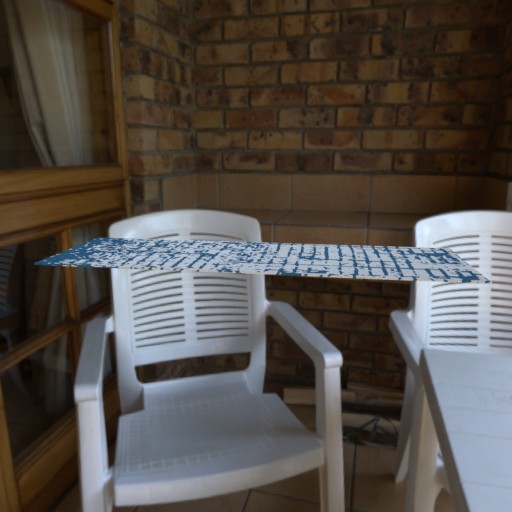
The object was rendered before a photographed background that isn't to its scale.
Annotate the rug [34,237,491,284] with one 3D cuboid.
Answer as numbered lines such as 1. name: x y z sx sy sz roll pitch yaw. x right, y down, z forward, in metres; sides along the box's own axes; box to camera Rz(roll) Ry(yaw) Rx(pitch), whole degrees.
1. rug: 0.000 0.000 2.692 2.435 0.011 0.750 2 14 8
